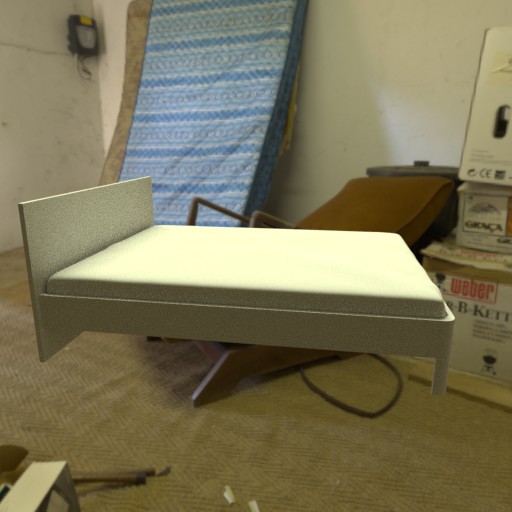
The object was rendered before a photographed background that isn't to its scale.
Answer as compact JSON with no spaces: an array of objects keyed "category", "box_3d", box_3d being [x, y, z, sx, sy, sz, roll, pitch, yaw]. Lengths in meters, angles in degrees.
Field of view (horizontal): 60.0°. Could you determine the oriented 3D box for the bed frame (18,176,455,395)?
[{"category":"bed frame","box_3d":[0.000,0.000,2.676,1.950,0.800,1.490,3,15,9]}]
